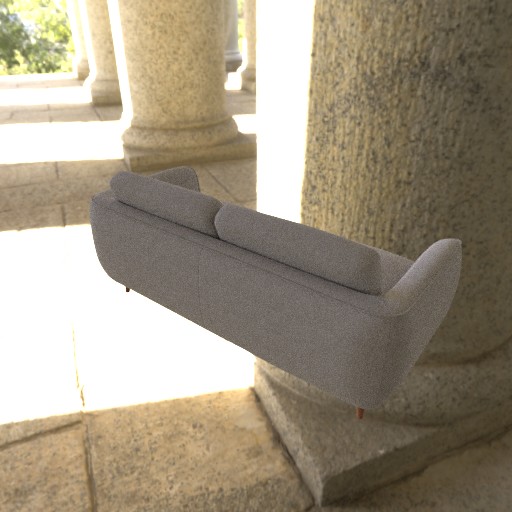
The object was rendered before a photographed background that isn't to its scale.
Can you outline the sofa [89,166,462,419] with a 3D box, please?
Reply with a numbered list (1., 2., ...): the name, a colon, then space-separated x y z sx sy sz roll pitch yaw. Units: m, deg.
1. sofa: 0.000 0.000 2.509 2.000 0.850 0.920 21 35 32
